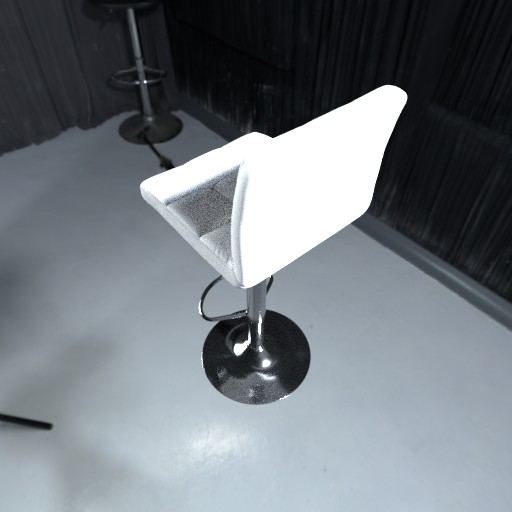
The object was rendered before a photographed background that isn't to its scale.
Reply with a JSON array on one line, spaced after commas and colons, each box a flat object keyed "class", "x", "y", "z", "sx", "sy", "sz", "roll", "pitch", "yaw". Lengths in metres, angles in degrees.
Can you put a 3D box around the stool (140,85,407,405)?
[{"class": "stool", "x": 0.000, "y": 0.000, "z": 1.331, "sx": 0.430, "sy": 1.115, "sz": 0.505, "roll": -32, "pitch": 54, "yaw": -26}]
